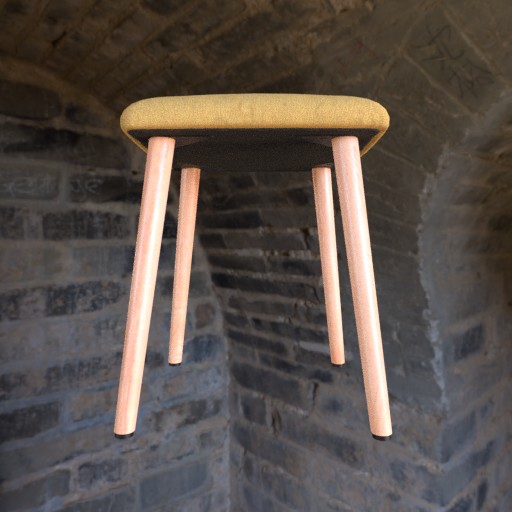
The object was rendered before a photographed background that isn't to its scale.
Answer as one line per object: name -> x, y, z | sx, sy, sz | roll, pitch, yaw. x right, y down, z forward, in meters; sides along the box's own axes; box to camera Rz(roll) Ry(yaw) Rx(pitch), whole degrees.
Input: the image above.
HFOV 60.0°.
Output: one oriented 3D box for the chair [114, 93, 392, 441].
chair -> 0.000, 0.000, 0.704 | 0.350, 0.440, 0.350 | 0, 2, 1
